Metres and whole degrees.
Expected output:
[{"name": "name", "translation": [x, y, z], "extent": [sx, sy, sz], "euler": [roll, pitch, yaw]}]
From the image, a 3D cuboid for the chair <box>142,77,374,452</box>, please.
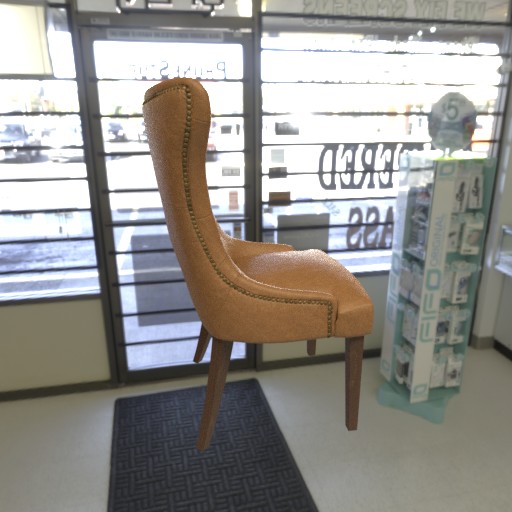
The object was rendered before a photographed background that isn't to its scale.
[{"name": "chair", "translation": [0.000, 0.000, 1.476], "extent": [0.669, 1.065, 0.611], "euler": [-3, 18, -9]}]
